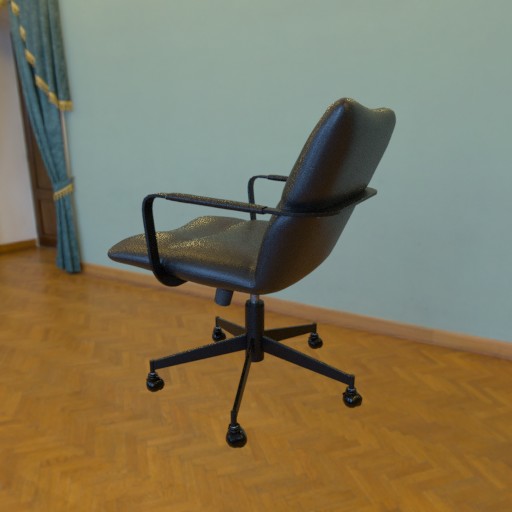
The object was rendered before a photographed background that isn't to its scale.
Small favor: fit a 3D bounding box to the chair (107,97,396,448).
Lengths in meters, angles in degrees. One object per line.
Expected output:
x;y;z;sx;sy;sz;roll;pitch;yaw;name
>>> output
0.000;0.000;1.445;0.748;0.922;0.719;8;17;26;chair
